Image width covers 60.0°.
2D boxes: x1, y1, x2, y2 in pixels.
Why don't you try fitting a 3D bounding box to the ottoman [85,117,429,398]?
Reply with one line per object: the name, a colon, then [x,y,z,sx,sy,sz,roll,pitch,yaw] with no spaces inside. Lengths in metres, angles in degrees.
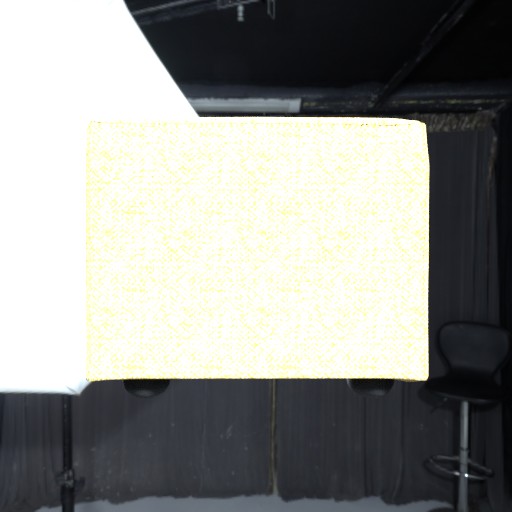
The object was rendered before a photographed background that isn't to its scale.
ottoman: [0.000,0.000,0.879,0.512,0.441,0.505,0,1,0]
